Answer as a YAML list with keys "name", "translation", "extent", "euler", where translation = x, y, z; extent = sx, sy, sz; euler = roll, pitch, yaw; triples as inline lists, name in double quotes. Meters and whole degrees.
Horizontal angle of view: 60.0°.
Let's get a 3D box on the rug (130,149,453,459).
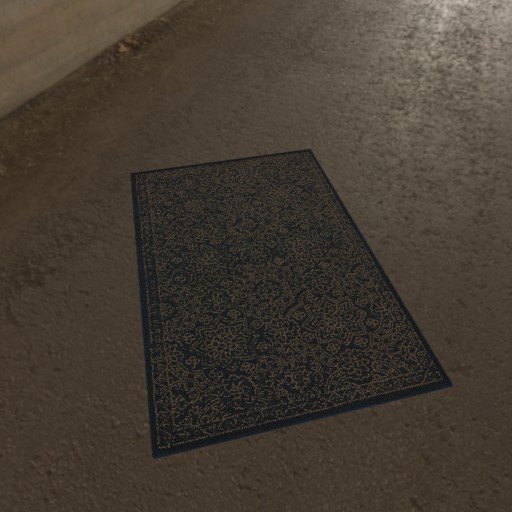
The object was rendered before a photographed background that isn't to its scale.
- name: "rug"
  translation: [0.000, 0.000, 2.328]
  extent: [1.219, 0.010, 1.829]
  euler: [-10, 46, -10]
